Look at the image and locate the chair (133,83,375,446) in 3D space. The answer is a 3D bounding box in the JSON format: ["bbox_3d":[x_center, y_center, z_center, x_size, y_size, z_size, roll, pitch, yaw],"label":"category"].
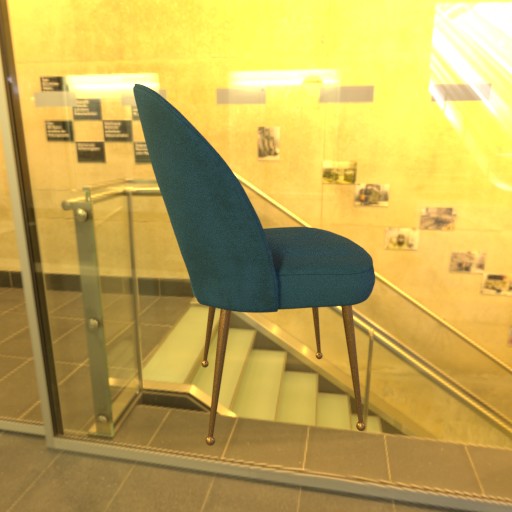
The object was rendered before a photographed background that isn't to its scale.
[{"bbox_3d":[0.000,0.000,1.205,0.577,0.860,0.527,-2,15,-8],"label":"chair"}]
